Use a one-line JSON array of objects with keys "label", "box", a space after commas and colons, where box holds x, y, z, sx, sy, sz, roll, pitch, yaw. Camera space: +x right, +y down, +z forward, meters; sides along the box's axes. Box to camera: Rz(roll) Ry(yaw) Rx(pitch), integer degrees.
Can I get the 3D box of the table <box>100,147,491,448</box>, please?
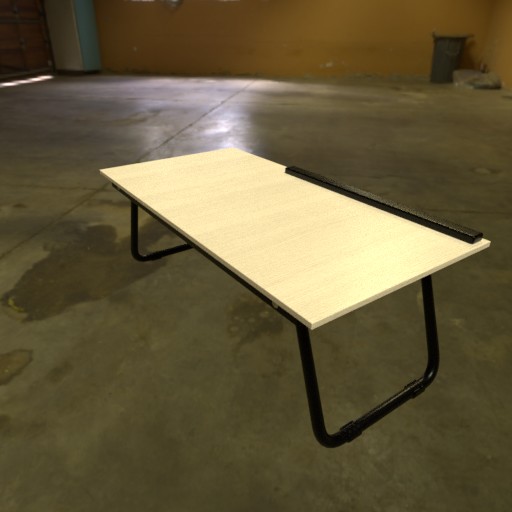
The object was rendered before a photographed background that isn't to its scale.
[{"label": "table", "box": [0.000, 0.000, 0.798, 0.322, 0.242, 0.644, -18, 32, -31]}]
